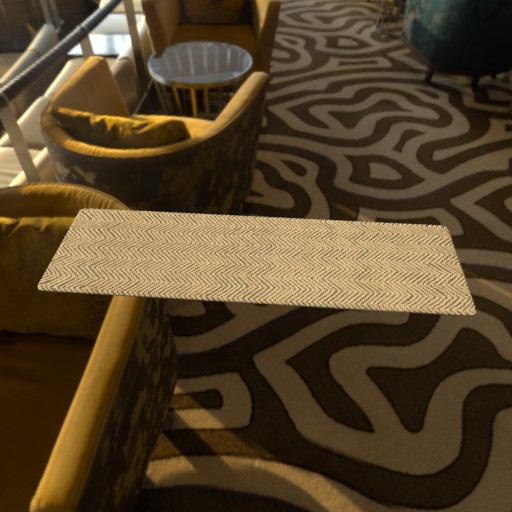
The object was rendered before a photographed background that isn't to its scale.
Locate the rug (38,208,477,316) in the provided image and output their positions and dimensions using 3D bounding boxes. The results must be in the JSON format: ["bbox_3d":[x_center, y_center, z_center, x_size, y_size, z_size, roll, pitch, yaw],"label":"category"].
[{"bbox_3d":[0.000,0.000,2.524,2.286,0.008,0.686,3,45,3],"label":"rug"}]
